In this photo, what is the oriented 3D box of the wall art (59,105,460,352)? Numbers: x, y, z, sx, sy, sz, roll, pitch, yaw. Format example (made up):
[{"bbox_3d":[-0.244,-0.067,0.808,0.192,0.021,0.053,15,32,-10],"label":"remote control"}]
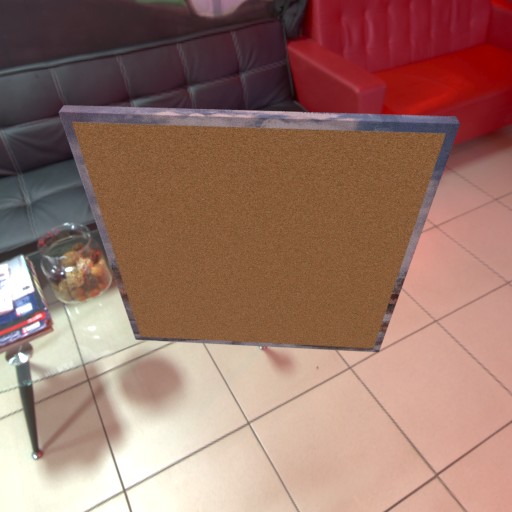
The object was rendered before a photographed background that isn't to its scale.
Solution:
[{"bbox_3d":[0.000,0.000,1.484,1.010,1.020,0.040,2,45,2],"label":"wall art"}]
